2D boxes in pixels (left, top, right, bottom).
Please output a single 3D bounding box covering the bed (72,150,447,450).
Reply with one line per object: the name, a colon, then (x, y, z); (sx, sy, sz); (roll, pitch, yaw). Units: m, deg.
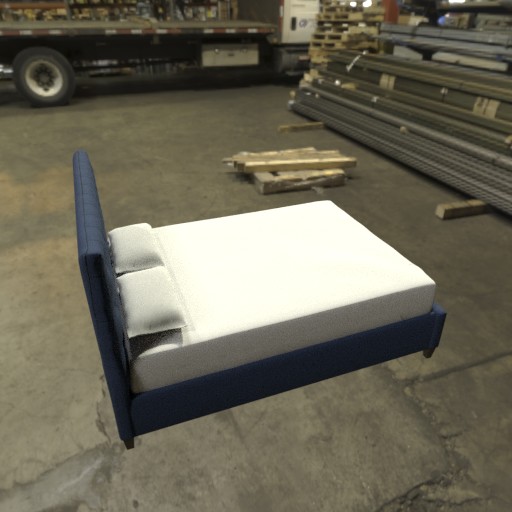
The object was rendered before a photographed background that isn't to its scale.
bed: (0.000, 0.000, 3.418); (2.387, 1.427, 1.706); (-11, 32, -18)
